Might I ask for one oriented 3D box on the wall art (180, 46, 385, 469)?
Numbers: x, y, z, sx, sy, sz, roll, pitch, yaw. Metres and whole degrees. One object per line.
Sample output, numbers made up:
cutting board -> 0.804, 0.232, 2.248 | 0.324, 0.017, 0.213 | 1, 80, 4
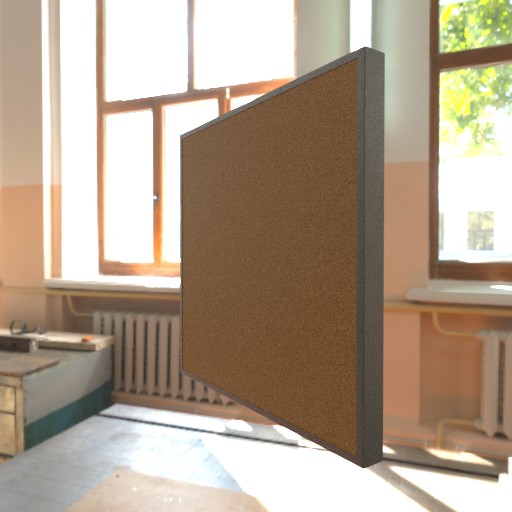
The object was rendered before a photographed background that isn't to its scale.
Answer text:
wall art -> 0.000, 0.000, 0.515 | 0.028, 0.349, 0.349 | -1, 1, -35
